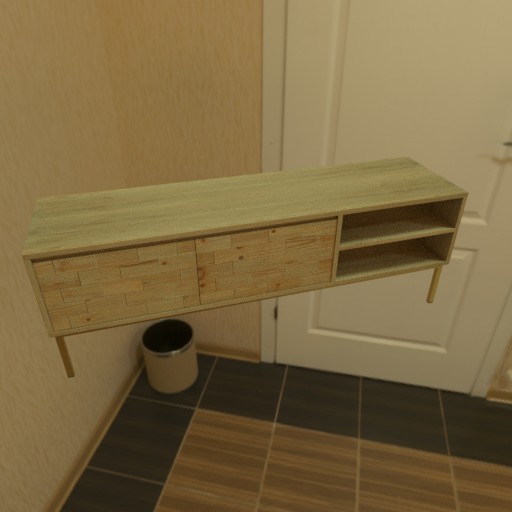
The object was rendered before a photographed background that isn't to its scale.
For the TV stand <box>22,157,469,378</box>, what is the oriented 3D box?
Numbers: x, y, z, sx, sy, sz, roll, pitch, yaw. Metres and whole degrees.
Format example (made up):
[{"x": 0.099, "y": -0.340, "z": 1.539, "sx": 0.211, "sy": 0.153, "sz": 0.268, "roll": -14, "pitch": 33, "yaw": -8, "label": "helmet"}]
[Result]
[{"x": 0.000, "y": 0.000, "z": 1.847, "sx": 1.600, "sy": 0.550, "sz": 0.420, "roll": -9, "pitch": 33, "yaw": -14, "label": "TV stand"}]
